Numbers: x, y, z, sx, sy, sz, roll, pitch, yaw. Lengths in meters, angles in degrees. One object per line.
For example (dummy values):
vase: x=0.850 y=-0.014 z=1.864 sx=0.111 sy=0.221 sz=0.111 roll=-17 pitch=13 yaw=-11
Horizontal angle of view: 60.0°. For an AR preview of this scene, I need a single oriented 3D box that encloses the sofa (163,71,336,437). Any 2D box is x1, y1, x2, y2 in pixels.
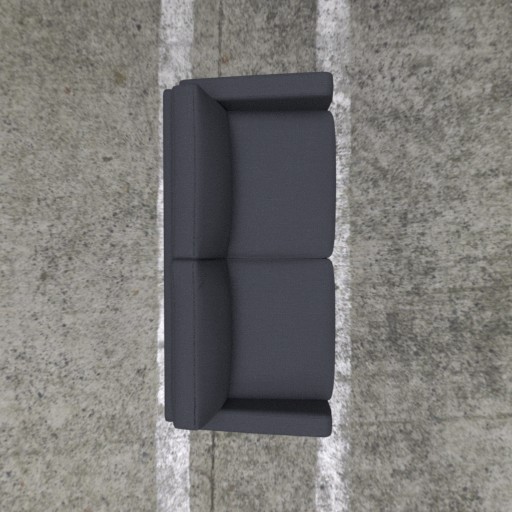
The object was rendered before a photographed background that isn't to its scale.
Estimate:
sofa: x=0.000 y=0.000 z=2.423 sx=0.898 sy=0.839 sz=1.852 roll=0 pitch=91 yaw=0
